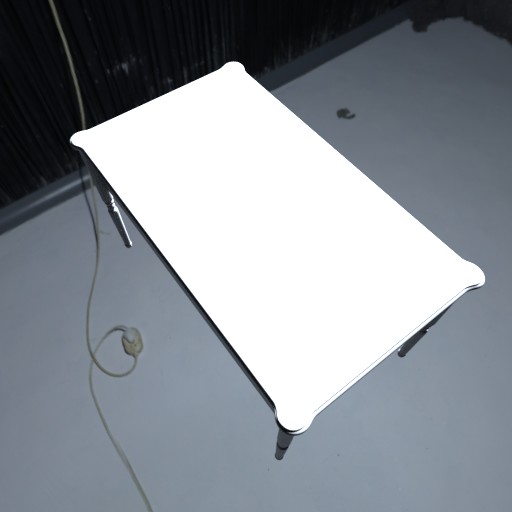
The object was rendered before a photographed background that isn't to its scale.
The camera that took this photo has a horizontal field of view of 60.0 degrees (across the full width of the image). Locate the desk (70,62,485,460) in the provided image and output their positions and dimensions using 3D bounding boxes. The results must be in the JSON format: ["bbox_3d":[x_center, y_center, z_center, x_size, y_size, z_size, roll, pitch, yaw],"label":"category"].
[{"bbox_3d":[0.000,0.000,1.866,0.807,0.762,1.380,-33,64,-18],"label":"desk"}]
